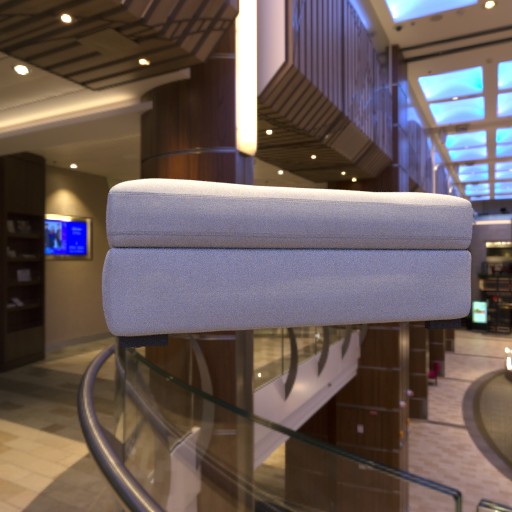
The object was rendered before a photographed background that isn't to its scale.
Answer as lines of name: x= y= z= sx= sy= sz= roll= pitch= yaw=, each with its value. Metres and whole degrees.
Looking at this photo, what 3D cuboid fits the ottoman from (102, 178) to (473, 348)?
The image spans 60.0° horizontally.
ottoman: x=0.000 y=0.000 z=1.800 sx=1.167 sy=0.482 sz=1.163 roll=0 pitch=0 yaw=-18
